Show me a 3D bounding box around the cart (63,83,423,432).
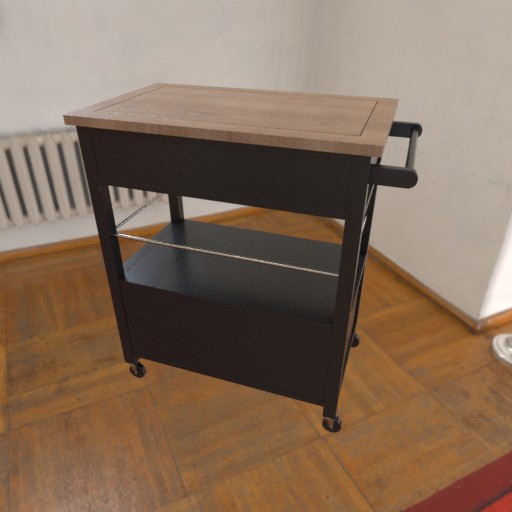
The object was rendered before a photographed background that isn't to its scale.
[{"bbox_3d":[0.000,0.000,1.382,0.840,0.901,0.459,10,33,16],"label":"cart"}]
